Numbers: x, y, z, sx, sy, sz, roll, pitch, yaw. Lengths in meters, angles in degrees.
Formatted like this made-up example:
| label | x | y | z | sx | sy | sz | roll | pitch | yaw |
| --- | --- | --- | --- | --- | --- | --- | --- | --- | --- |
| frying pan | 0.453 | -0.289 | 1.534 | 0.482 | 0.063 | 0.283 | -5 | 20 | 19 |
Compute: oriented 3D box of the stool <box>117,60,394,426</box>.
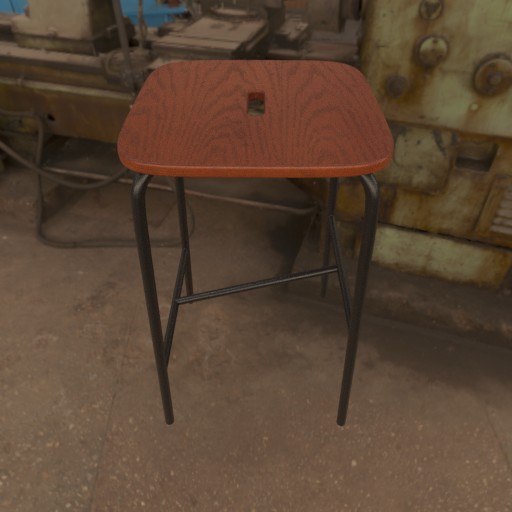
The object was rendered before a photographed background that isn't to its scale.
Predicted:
| label | x | y | z | sx | sy | sz | roll | pitch | yaw |
| --- | --- | --- | --- | --- | --- | --- | --- | --- | --- |
| stool | 0.000 | 0.000 | 0.854 | 0.376 | 0.610 | 0.376 | 0 | 42 | 0 |
